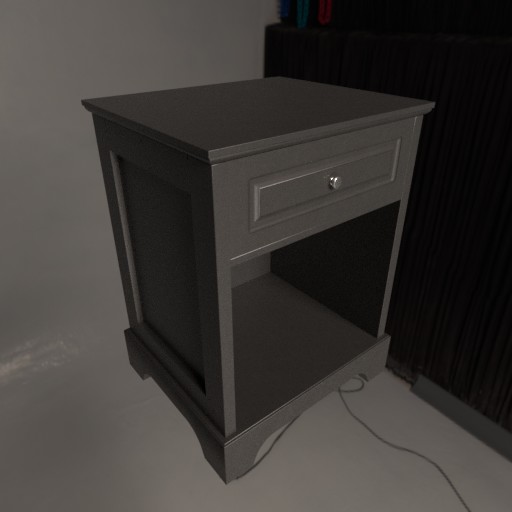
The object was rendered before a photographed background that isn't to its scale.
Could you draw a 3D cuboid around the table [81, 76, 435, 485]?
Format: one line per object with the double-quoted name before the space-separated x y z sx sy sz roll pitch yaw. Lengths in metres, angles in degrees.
"table" 0.000 0.000 0.908 0.460 0.610 0.399 -22 36 -33
